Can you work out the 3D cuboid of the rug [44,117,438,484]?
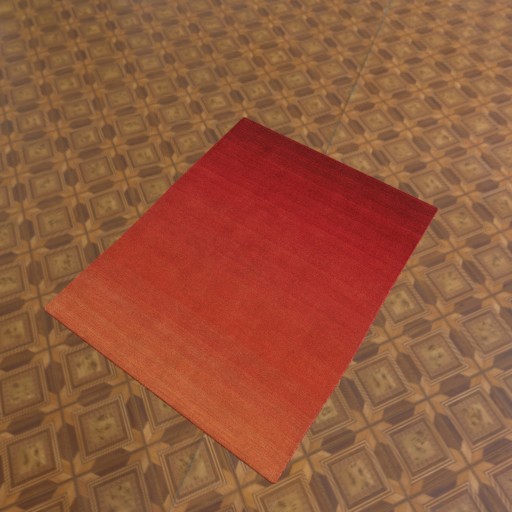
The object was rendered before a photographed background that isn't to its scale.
[{"bbox_3d":[0.000,0.000,4.000,2.340,0.028,2.905,30,62,18],"label":"rug"}]
